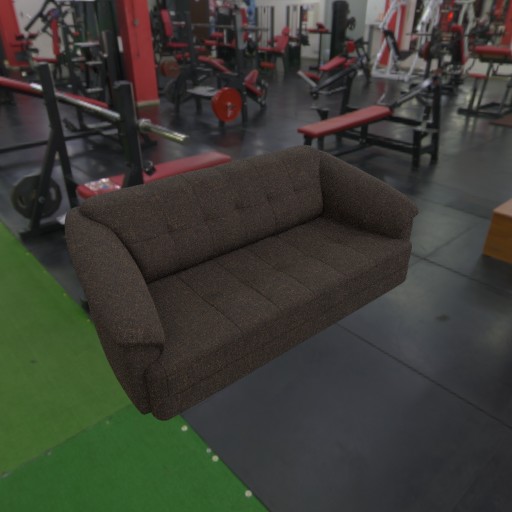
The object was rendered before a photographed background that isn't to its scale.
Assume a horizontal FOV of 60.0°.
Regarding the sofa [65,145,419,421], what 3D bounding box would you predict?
[{"bbox_3d":[0.000,0.000,2.350,1.849,0.790,0.887,-22,37,-33],"label":"sofa"}]
